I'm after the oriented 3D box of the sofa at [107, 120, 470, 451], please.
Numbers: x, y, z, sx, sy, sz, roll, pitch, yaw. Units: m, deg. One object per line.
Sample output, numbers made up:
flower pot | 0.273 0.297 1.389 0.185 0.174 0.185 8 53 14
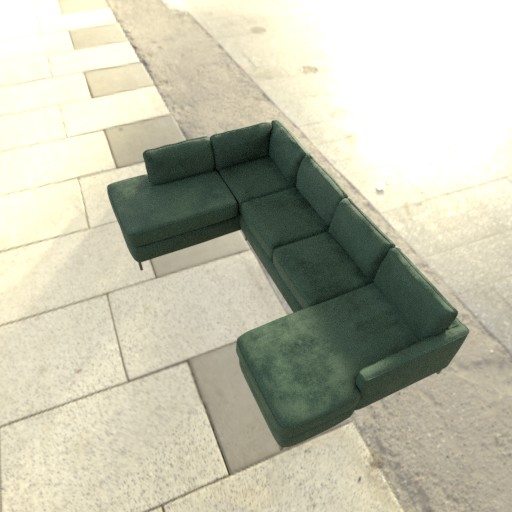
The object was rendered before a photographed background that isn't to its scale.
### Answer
sofa | 0.000 0.000 3.867 1.992 0.861 2.994 -19 50 -17
